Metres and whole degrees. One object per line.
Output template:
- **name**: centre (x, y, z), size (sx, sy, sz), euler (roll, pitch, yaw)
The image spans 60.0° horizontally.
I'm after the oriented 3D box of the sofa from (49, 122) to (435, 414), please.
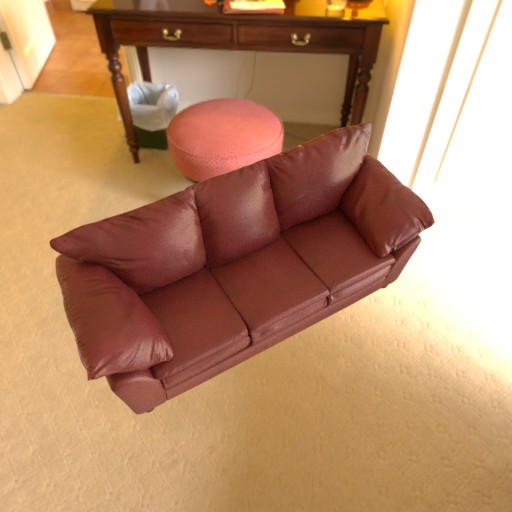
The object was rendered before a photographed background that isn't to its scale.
- **sofa**: centre (0.000, 0.000, 2.920), size (2.390, 1.091, 0.907), euler (-24, 51, -21)
